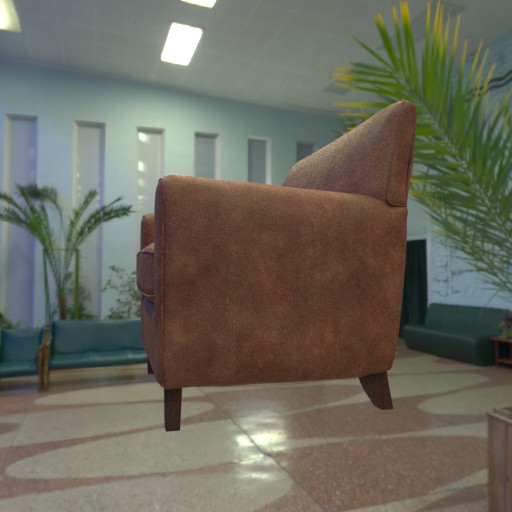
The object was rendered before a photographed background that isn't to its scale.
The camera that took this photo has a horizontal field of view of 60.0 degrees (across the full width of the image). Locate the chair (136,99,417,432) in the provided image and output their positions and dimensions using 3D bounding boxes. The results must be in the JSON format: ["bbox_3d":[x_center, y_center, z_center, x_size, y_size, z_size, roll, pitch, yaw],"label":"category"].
[{"bbox_3d":[0.000,0.000,1.605,0.823,0.943,0.870,1,-2,-17],"label":"chair"}]
